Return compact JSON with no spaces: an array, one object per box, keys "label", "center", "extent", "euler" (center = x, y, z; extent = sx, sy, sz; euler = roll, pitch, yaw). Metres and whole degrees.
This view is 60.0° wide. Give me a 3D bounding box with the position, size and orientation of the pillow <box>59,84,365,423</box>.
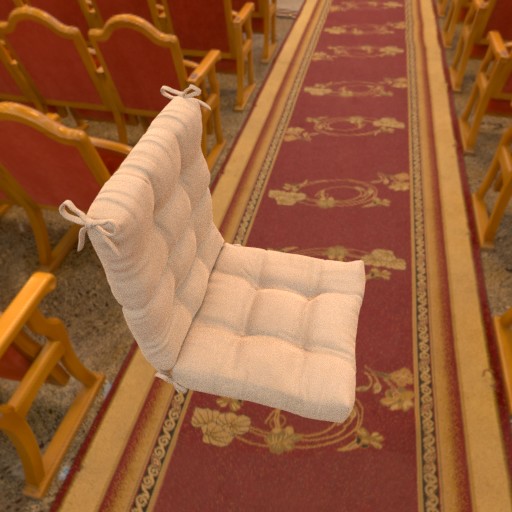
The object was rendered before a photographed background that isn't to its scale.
[{"label":"pillow","center":[0.000,0.000,1.053],"extent":[0.571,0.605,0.519],"euler":[10,48,9]}]
